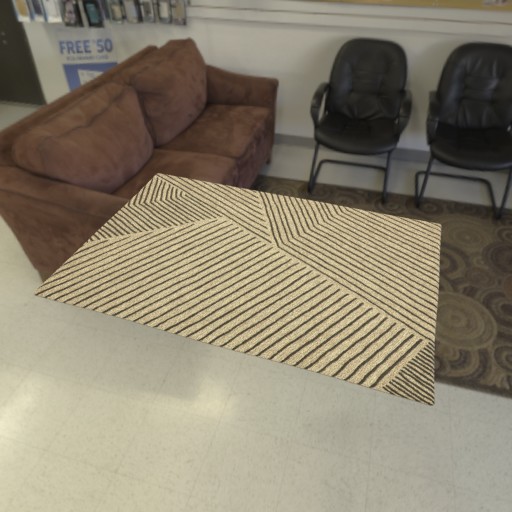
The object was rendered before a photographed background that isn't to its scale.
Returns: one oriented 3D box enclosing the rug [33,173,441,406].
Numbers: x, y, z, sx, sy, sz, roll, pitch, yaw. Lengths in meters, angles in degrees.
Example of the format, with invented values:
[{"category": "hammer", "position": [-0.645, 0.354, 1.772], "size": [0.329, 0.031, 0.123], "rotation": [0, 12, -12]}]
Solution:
[{"category": "rug", "position": [0.000, 0.000, 2.340], "size": [1.842, 0.019, 1.237], "rotation": [12, 41, 14]}]
